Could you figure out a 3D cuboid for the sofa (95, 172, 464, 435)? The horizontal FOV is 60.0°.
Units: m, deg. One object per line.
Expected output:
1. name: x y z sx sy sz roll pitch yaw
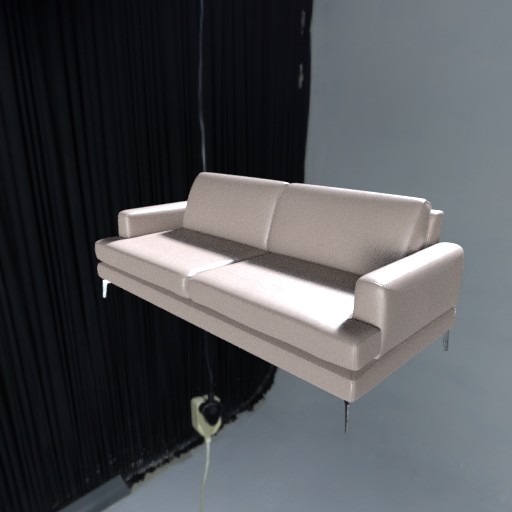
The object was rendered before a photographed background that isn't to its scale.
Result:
1. sofa: 0.000 0.000 2.456 0.974 0.765 1.940 -16 23 -43
